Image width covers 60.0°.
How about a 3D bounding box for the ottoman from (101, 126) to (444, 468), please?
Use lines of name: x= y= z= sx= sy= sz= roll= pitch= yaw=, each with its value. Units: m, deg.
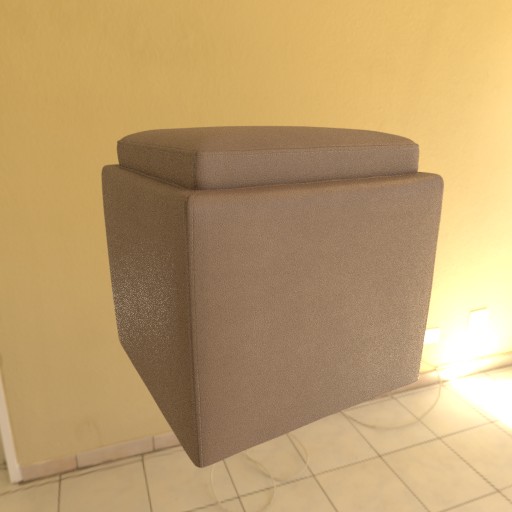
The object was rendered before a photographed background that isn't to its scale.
ottoman: x=0.000 y=0.000 z=0.817 sx=0.451 sy=0.460 sz=0.450 roll=-10 pitch=19 yaw=-29
